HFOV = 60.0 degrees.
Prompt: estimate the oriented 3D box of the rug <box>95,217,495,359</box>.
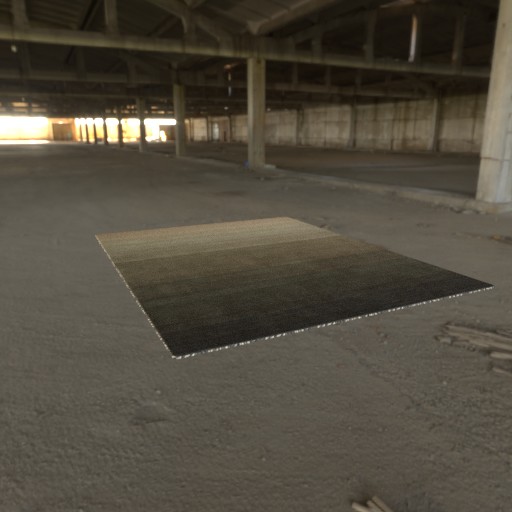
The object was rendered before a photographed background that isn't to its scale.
[{"bbox_3d":[0.000,0.000,3.841,2.306,0.017,2.902,-8,17,-25],"label":"rug"}]
